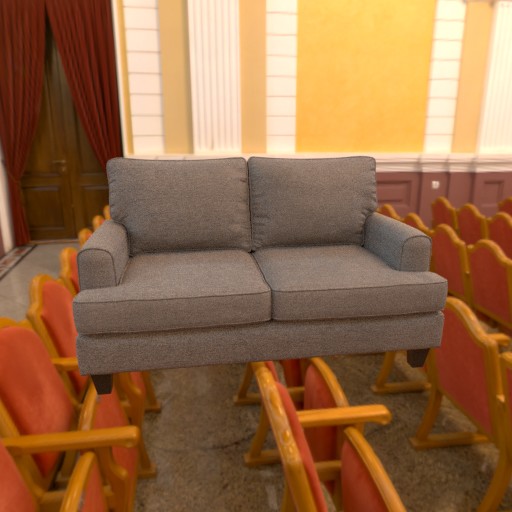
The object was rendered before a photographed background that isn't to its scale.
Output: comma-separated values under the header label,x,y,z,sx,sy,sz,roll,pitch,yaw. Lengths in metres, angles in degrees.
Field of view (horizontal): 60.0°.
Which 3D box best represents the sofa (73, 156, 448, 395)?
label,x,y,z,sx,sy,sz,roll,pitch,yaw
sofa,0.000,0.000,2.285,1.651,0.965,0.965,-3,17,-8
